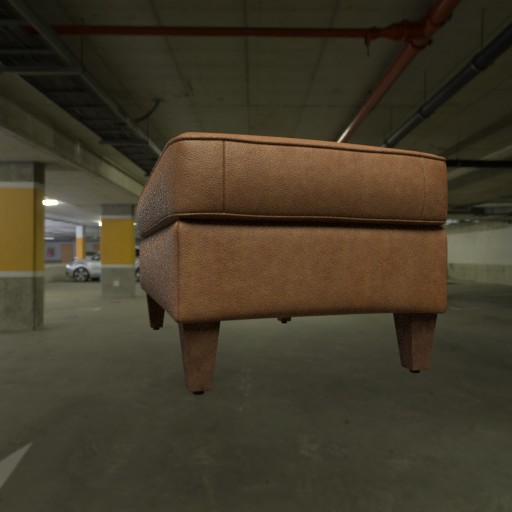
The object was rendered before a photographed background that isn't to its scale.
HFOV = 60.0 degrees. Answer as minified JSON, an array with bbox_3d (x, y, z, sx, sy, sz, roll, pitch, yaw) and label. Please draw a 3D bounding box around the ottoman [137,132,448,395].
[{"bbox_3d":[0.000,0.000,1.190,0.584,0.483,0.864,0,0,-18],"label":"ottoman"}]
